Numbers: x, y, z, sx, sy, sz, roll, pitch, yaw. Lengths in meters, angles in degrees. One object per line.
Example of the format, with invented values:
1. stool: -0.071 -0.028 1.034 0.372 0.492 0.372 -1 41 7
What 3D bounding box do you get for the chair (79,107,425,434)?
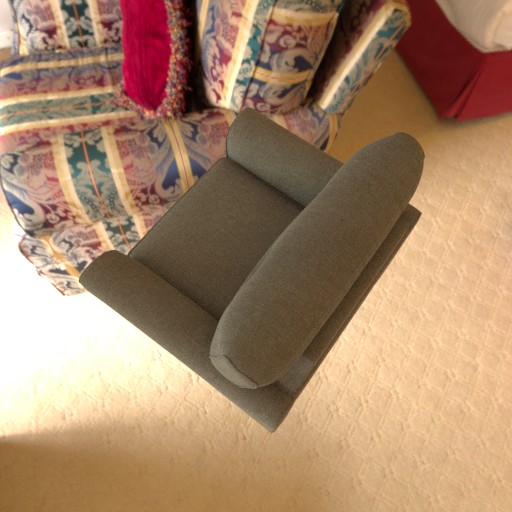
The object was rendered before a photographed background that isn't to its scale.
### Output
1. chair: 0.000 0.000 1.622 0.816 0.890 0.941 34 69 15
